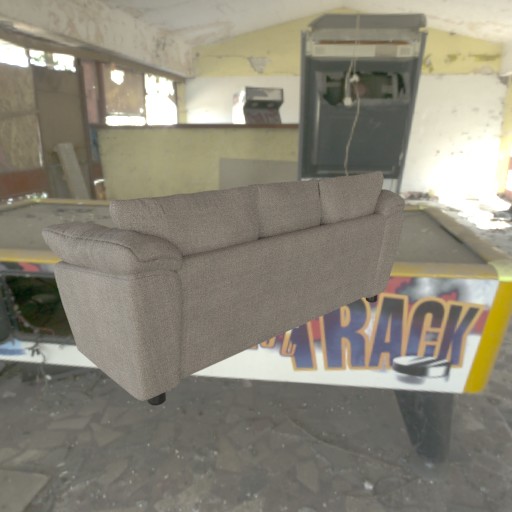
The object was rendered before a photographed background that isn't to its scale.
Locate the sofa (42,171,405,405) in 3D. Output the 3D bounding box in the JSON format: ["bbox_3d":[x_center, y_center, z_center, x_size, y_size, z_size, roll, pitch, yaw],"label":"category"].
[{"bbox_3d":[0.000,0.000,2.862,2.334,0.996,0.878,-15,21,-42],"label":"sofa"}]
